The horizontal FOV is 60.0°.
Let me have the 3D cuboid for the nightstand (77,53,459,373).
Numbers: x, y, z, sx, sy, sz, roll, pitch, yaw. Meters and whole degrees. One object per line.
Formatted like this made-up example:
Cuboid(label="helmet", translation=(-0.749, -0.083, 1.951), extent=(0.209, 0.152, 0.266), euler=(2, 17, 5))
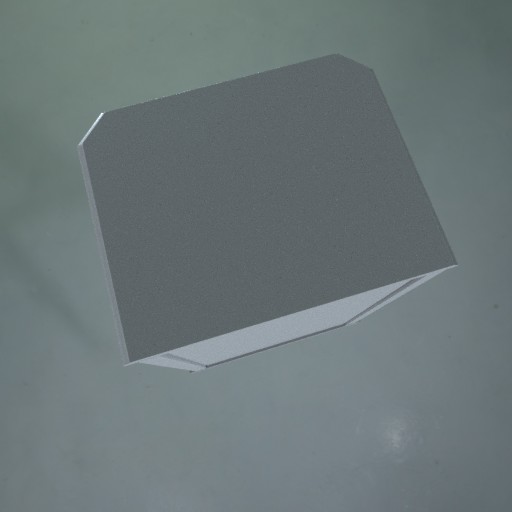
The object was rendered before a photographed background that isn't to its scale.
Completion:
Cuboid(label="nightstand", translation=(0.000, 0.000, 0.905), extent=(0.435, 0.680, 0.348), euler=(-16, 75, -4))
